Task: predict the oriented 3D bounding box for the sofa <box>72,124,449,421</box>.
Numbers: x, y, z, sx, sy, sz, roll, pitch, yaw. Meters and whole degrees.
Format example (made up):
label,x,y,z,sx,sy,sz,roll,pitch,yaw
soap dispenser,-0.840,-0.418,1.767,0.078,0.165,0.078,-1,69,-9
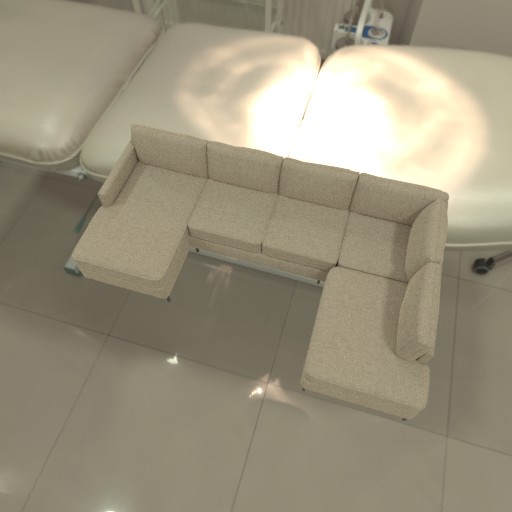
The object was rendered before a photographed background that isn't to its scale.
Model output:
label,x,y,z,sx,sy,sz,roll,pitch,yaw
sofa,0.000,0.000,4.287,3.423,0.996,2.021,14,60,8
